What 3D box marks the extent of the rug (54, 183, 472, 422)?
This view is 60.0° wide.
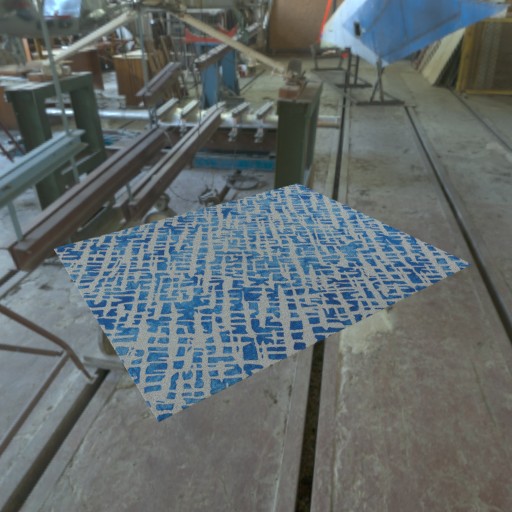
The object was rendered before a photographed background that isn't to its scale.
[{"bbox_3d":[0.000,0.000,4.091,3.007,0.007,2.435,-19,35,-29],"label":"rug"}]
